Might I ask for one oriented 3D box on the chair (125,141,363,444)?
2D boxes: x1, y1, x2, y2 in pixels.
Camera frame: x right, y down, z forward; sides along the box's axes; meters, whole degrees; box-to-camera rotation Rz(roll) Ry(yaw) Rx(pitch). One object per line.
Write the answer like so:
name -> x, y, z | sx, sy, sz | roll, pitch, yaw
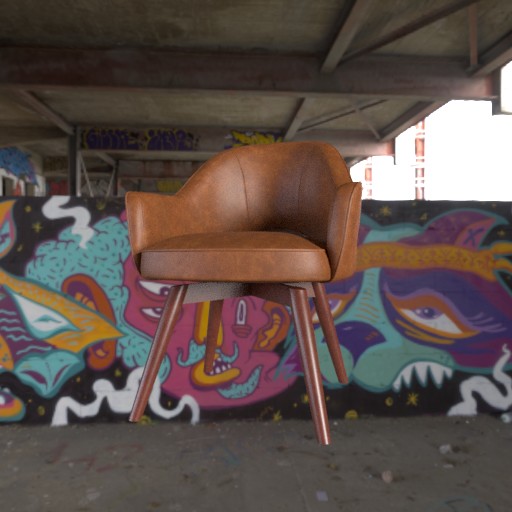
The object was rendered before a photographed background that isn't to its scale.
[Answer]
chair -> 0.000, 0.000, 1.231 | 0.591, 0.777, 0.640 | 0, 0, 16
